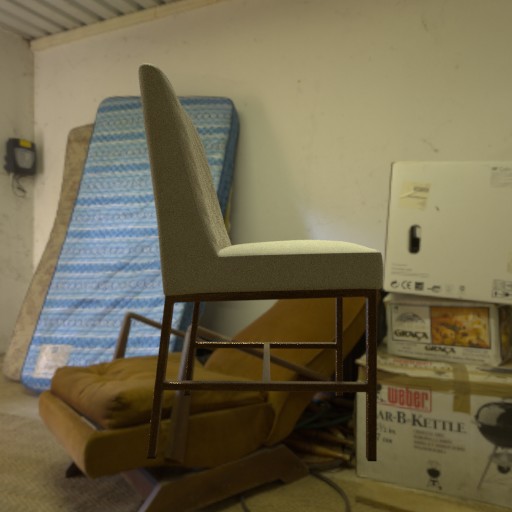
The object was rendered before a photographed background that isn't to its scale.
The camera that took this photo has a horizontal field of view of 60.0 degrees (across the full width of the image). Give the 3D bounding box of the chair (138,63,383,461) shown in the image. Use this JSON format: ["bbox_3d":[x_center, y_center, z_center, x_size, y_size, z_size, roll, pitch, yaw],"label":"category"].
[{"bbox_3d":[0.000,0.000,1.252,0.597,0.933,0.503,0,0,1],"label":"chair"}]
